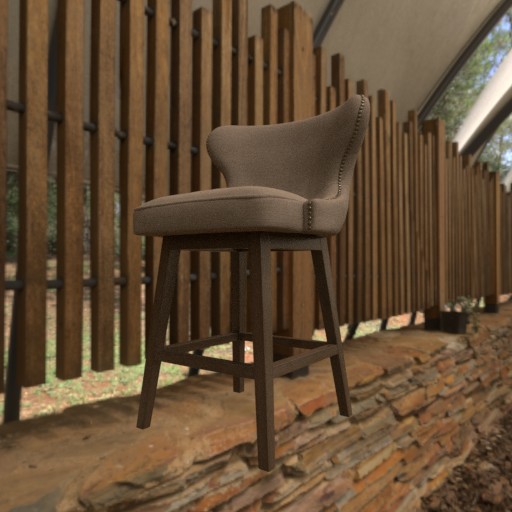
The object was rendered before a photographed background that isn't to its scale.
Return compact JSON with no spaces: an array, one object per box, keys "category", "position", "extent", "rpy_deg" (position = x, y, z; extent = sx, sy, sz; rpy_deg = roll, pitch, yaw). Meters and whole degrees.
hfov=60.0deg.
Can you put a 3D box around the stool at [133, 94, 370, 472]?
[{"category":"stool","position":[0.000,0.000,1.337],"extent":[0.615,0.972,0.597],"rpy_deg":[-1,-1,36]}]
